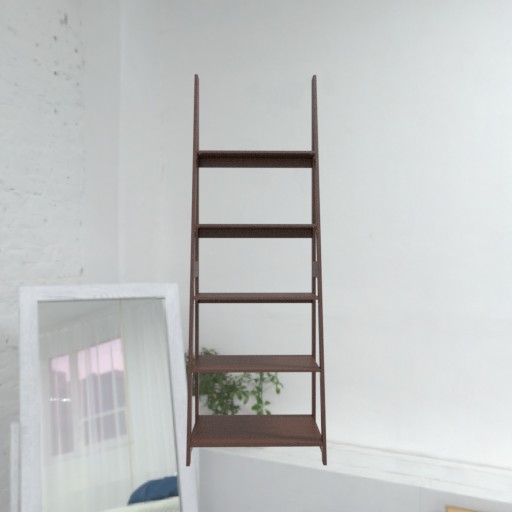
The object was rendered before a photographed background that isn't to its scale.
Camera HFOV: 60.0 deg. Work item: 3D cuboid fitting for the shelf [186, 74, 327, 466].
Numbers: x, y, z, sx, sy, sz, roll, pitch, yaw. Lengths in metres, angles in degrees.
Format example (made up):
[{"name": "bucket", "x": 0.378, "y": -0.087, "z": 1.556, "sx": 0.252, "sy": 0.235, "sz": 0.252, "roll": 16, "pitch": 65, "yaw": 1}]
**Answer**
[{"name": "shelf", "x": 0.000, "y": 0.000, "z": 2.045, "sx": 0.600, "sy": 1.770, "sz": 0.350, "roll": 0, "pitch": 0, "yaw": -1}]
